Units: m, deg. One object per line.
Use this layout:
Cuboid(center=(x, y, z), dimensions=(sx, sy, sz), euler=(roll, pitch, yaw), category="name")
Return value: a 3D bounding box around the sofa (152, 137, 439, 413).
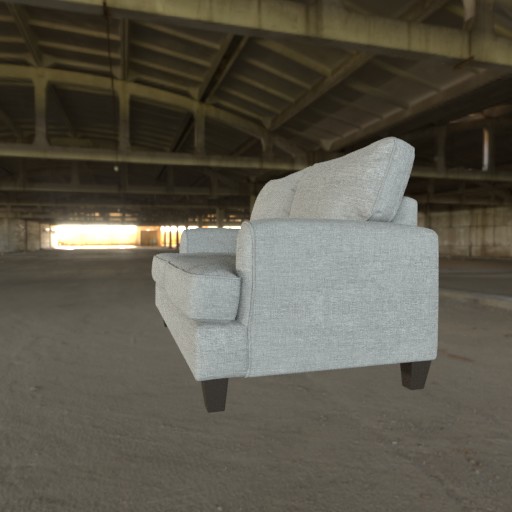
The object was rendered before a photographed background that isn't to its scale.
Cuboid(center=(0.000, 0.000, 2.281), dimensions=(0.965, 0.965, 1.651), euler=(-1, 2, -17), category="sofa")
